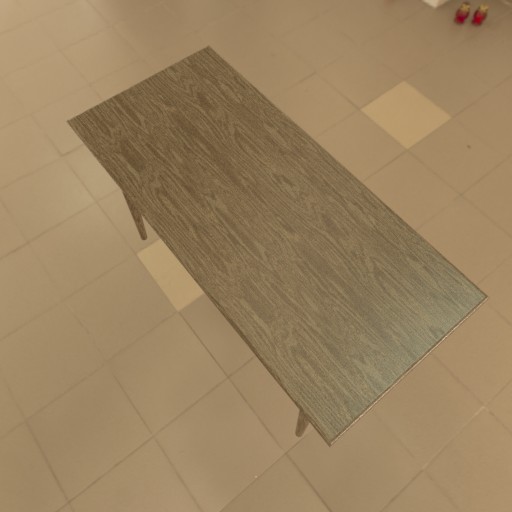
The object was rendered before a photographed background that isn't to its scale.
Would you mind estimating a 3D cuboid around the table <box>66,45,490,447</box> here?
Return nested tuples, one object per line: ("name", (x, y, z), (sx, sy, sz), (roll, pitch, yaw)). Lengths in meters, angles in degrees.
("table", (0.000, 0.000, 1.698), (0.599, 0.780, 1.300), (-36, 69, -16))
